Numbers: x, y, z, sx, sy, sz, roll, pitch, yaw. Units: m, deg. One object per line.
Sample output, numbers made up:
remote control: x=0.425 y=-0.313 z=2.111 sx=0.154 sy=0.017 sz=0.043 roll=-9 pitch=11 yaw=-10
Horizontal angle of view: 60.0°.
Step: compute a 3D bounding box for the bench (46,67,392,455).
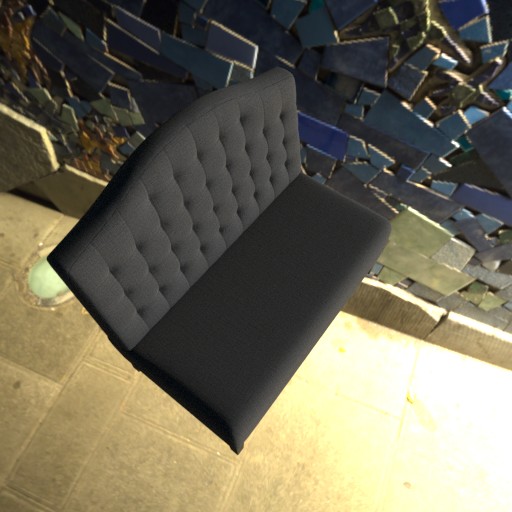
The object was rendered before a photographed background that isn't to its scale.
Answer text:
bench: x=0.000 y=0.000 z=2.011 sx=0.815 sy=1.180 sz=1.335 roll=33 pitch=63 yaw=19
